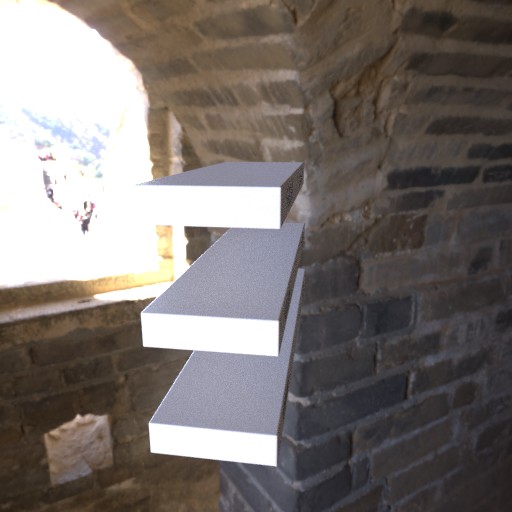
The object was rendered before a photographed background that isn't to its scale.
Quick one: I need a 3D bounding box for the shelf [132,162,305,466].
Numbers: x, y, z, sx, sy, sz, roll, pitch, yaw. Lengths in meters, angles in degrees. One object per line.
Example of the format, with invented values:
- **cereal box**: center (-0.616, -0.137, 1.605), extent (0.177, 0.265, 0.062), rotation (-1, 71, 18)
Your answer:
- **shelf**: center (0.000, 0.000, 0.730), extent (0.140, 0.293, 0.610), rotation (2, 15, 9)
